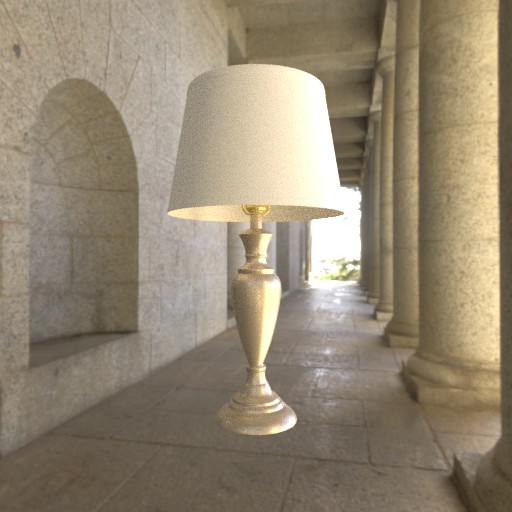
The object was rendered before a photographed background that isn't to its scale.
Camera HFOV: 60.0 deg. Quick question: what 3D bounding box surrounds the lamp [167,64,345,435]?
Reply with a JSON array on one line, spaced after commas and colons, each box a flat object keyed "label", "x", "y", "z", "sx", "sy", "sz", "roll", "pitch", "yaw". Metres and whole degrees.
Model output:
[{"label": "lamp", "x": 0.000, "y": 0.000, "z": 0.832, "sx": 0.328, "sy": 0.612, "sz": 0.328, "roll": 0, "pitch": 0, "yaw": 0}]
